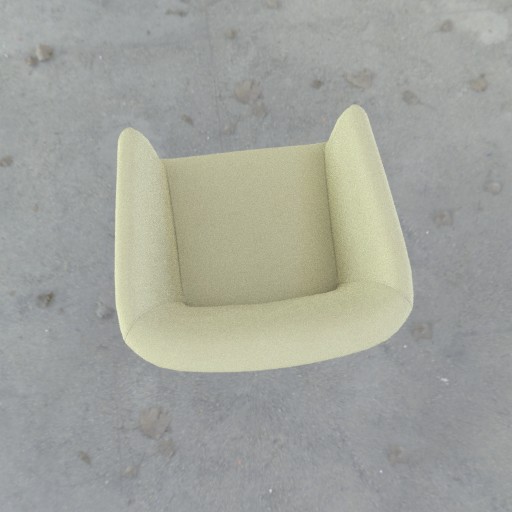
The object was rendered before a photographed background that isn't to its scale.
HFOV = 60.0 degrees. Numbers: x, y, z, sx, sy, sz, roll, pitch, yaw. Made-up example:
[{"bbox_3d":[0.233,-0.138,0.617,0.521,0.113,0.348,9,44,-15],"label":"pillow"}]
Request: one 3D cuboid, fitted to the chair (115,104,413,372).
[{"bbox_3d":[0.000,0.000,1.302,0.643,0.822,0.657,-6,75,-2],"label":"chair"}]
